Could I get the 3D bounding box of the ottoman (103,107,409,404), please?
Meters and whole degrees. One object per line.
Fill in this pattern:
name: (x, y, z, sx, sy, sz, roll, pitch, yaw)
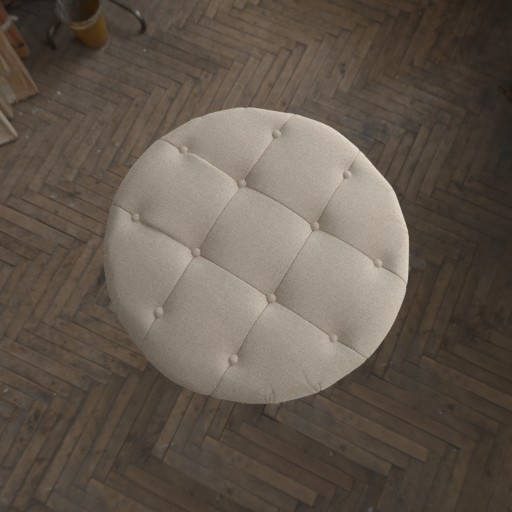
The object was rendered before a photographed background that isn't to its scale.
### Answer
ottoman: (0.000, 0.000, 1.506, 0.940, 0.483, 0.940, 0, 77, 0)
